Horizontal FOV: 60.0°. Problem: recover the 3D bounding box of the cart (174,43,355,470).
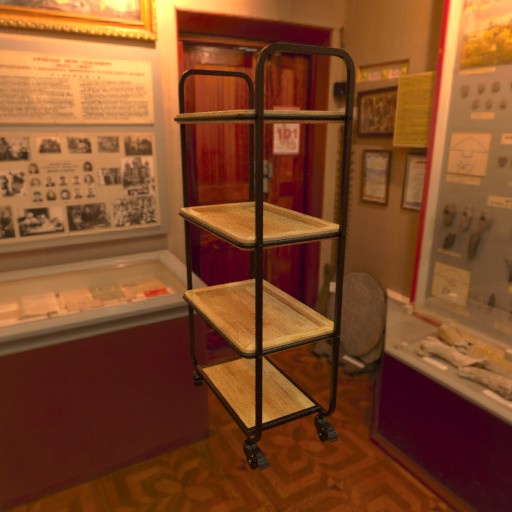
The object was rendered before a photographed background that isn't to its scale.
[{"bbox_3d":[0.000,0.000,1.325,0.321,1.080,0.545,-8,18,-27],"label":"cart"}]
